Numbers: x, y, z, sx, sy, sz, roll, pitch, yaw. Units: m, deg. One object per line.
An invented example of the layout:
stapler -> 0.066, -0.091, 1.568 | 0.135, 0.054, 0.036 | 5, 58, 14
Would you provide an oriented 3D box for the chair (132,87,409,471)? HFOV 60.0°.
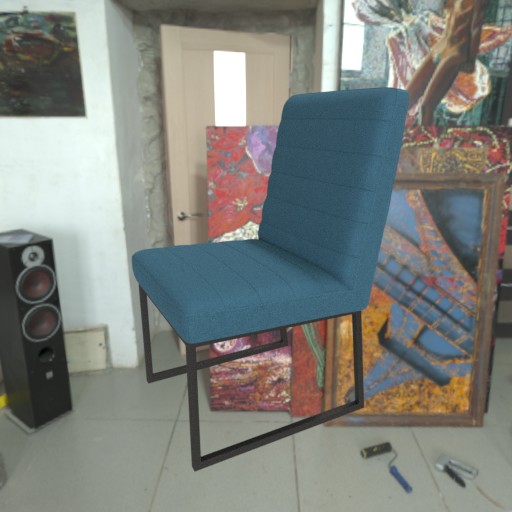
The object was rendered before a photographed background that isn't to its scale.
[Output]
chair -> 0.000, 0.000, 1.311 | 0.634, 0.930, 0.520 | -9, 19, -27
